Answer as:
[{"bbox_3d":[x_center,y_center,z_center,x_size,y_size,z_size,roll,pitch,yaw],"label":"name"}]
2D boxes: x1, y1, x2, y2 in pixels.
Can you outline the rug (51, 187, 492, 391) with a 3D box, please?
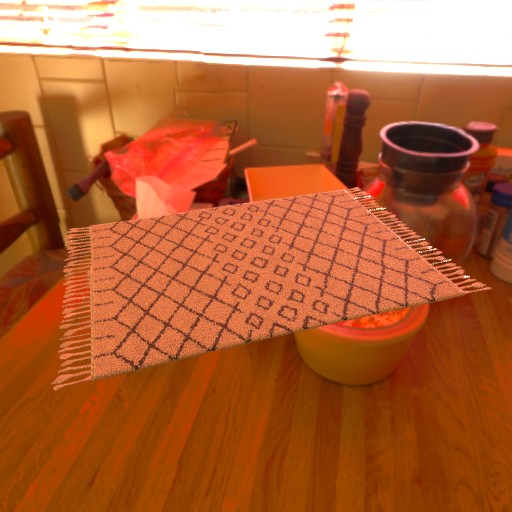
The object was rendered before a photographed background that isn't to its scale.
[{"bbox_3d":[0.000,0.000,3.123,2.615,0.029,1.664,-10,34,-15],"label":"rug"}]
